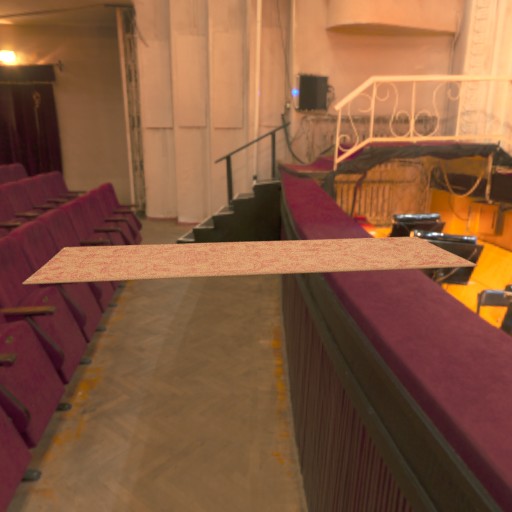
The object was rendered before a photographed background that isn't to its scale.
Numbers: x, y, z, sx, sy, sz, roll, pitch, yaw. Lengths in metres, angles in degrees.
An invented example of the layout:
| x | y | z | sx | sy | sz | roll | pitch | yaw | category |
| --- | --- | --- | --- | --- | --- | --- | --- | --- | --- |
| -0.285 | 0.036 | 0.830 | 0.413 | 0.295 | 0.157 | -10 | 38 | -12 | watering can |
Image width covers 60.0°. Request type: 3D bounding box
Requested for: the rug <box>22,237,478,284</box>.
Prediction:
| x | y | z | sx | sy | sz | roll | pitch | yaw | category |
| --- | --- | --- | --- | --- | --- | --- | --- | --- | --- |
| 0.000 | 0.000 | 2.433 | 2.196 | 0.011 | 0.662 | -2 | 15 | -7 | rug |
